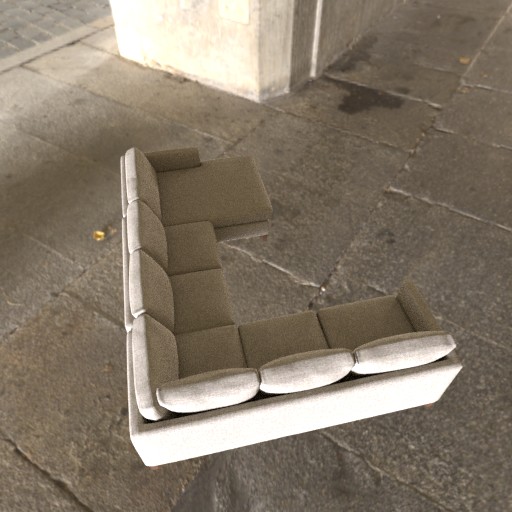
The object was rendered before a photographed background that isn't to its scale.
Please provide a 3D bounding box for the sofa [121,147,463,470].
[{"bbox_3d":[0.000,0.000,4.558,2.593,0.959,3.460,-9,48,-8],"label":"sofa"}]
